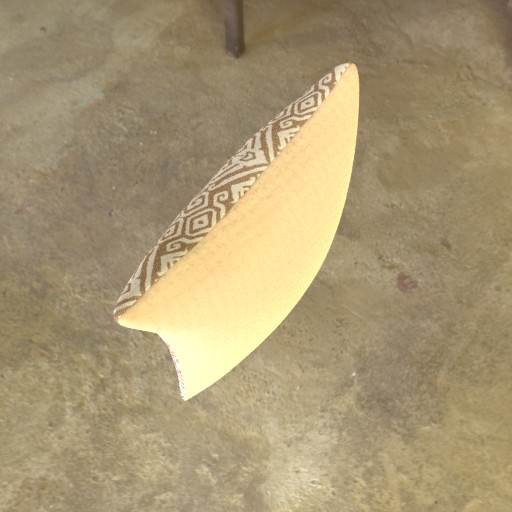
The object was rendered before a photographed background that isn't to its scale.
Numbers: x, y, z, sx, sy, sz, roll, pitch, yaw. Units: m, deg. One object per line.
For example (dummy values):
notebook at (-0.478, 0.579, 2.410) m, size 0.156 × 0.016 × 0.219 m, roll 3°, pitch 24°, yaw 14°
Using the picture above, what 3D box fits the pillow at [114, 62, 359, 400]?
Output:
pillow at (0.000, 0.000, 0.646) m, size 0.173 × 0.407 × 0.419 m, roll 33°, pitch 68°, yaw 15°
